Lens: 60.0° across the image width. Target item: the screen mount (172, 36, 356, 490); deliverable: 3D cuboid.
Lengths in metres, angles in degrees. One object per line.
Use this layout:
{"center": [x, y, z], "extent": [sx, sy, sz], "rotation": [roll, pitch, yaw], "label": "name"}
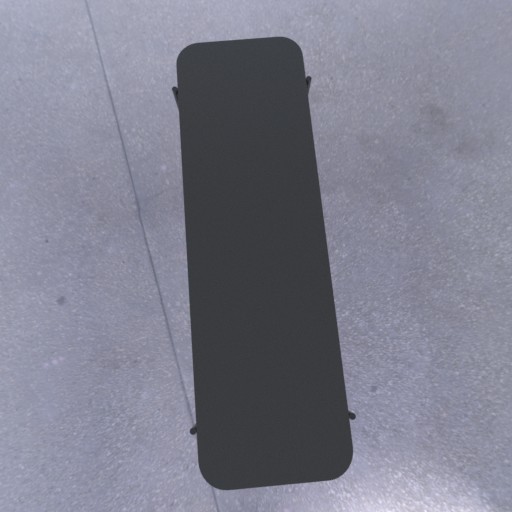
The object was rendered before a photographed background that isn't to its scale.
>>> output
{"center": [0.000, 0.000, 1.380], "extent": [0.400, 0.447, 1.200], "rotation": [-5, 77, -1], "label": "screen mount"}
